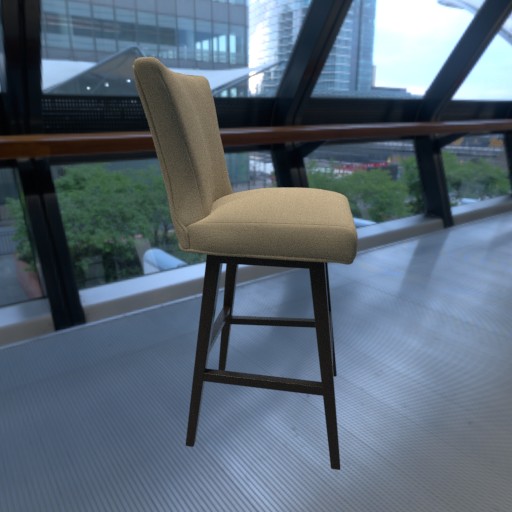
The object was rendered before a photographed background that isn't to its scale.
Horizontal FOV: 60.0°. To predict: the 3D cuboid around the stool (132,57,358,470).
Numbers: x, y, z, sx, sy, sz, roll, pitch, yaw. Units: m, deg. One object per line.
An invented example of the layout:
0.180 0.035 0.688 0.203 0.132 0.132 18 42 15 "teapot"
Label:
0.000 0.000 1.373 0.574 1.086 0.514 3 17 8 "stool"
